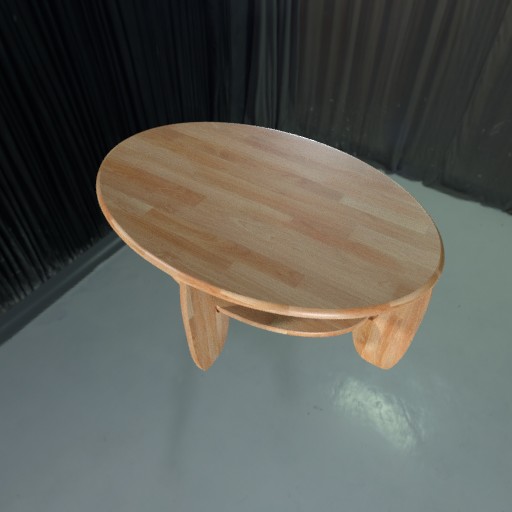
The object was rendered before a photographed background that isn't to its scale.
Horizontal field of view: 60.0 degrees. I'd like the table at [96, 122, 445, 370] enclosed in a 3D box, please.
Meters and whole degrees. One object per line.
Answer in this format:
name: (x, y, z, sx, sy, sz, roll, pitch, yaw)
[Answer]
table: (0.000, 0.000, 1.400, 1.040, 0.490, 0.690, 25, 52, 21)
